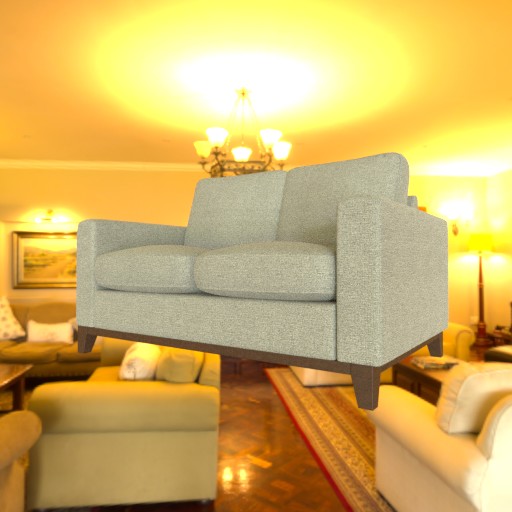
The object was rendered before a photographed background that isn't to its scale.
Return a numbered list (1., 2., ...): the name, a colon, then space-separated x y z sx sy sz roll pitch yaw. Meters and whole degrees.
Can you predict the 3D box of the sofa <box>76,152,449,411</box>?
1. sofa: 0.000 0.000 1.964 1.420 0.873 0.917 -1 -1 35
